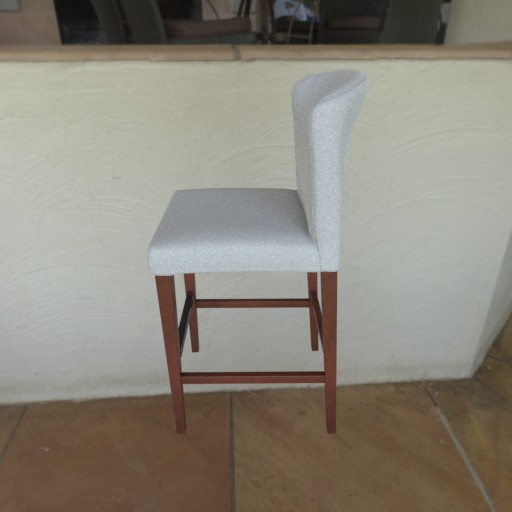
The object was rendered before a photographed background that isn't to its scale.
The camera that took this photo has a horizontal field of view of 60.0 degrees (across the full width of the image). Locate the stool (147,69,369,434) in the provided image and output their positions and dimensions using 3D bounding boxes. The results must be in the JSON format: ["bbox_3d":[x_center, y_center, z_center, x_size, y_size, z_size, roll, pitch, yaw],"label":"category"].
[{"bbox_3d":[0.000,0.000,1.383,0.568,1.069,0.479,0,27,-1],"label":"stool"}]
